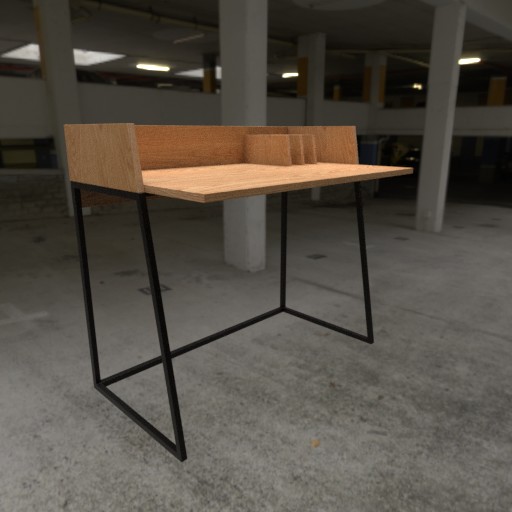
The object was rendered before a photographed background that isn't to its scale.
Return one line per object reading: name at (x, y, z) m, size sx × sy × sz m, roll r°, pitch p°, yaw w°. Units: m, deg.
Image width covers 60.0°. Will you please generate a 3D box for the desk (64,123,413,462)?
desk at (0.000, 0.000, 1.875) m, size 0.769 × 1.061 × 1.191 m, roll 15°, pitch 22°, yaw 43°
